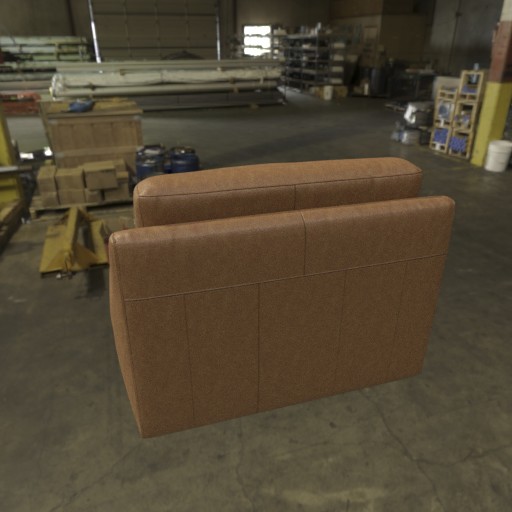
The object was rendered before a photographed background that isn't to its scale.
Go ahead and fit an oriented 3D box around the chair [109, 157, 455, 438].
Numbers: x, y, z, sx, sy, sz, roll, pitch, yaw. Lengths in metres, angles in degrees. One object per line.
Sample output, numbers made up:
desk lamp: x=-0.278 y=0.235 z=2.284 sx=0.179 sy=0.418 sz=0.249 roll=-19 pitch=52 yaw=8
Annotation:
chair: x=0.000 y=0.000 z=2.000 sx=1.276 sy=0.978 sz=1.050 roll=-8 pitch=27 yaw=-16
